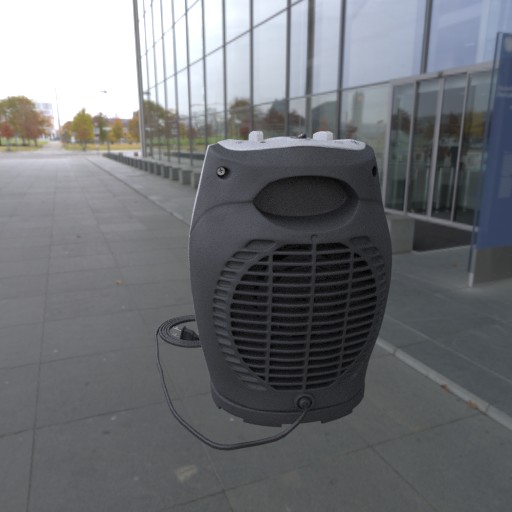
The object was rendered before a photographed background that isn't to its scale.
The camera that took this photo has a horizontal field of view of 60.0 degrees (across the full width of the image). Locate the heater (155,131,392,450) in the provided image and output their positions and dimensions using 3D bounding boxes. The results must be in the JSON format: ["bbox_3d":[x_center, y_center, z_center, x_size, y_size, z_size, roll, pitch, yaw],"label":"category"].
[{"bbox_3d":[0.000,0.000,0.474,0.239,0.255,0.291,-2,15,-8],"label":"heater"}]
